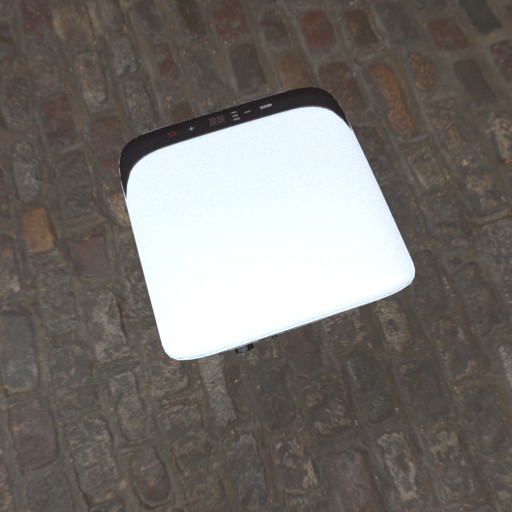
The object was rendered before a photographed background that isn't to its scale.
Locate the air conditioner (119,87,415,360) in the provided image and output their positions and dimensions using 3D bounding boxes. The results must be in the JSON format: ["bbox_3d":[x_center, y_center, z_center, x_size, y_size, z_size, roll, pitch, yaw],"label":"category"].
[{"bbox_3d":[0.000,0.000,0.952,0.352,0.716,0.369,-18,78,-4],"label":"air conditioner"}]
